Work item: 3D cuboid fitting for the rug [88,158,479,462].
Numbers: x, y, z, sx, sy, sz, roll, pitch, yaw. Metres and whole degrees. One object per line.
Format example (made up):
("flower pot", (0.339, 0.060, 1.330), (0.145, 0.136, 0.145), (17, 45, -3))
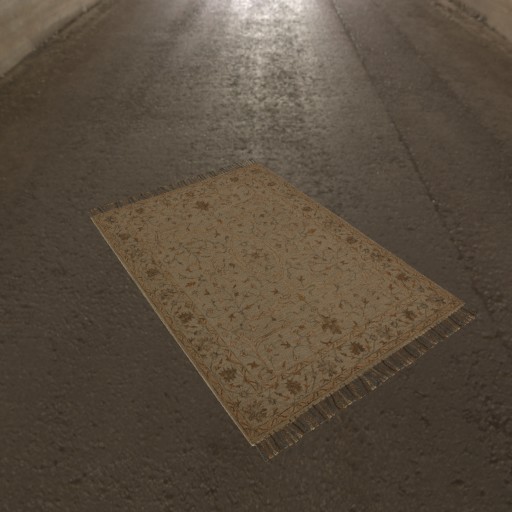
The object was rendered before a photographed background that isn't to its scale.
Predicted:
("rug", (0.000, 0.000, 2.351), (1.218, 0.017, 1.861), (-24, 45, -26))
